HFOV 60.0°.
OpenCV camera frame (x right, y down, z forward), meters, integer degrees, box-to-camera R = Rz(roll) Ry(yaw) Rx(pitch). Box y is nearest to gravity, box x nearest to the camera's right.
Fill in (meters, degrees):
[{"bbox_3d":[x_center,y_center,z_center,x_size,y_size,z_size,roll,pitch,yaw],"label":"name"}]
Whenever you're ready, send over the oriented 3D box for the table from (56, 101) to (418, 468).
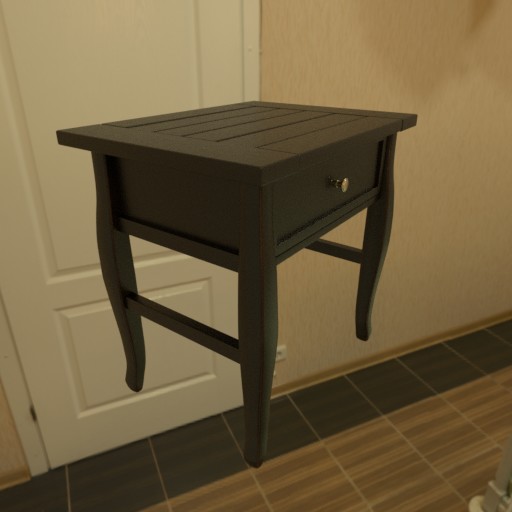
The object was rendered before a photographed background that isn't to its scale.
[{"bbox_3d":[0.000,0.000,1.026,0.460,0.604,0.602,17,30,32],"label":"table"}]
